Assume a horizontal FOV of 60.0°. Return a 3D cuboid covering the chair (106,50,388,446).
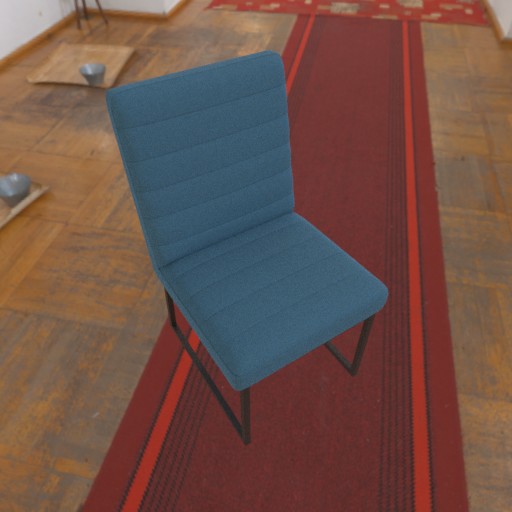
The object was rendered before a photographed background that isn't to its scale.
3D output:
[{"bbox_3d":[0.000,0.000,1.326,0.520,0.930,0.634,-24,50,-23],"label":"chair"}]
